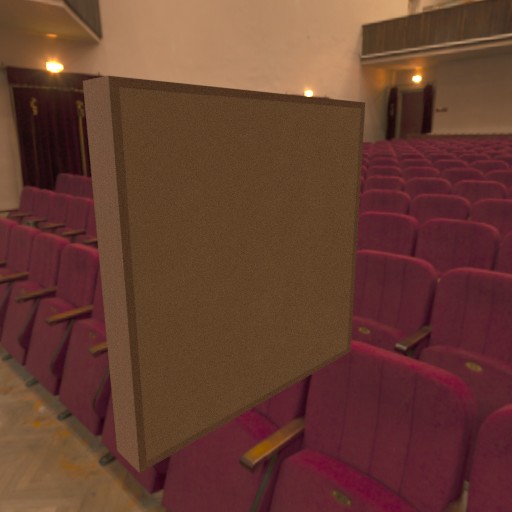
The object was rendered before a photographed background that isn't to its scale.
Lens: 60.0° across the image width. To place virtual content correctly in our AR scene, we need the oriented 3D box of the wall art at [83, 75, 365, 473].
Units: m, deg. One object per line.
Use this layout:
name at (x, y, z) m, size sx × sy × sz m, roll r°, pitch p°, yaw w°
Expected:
wall art at (0.000, 0.000, 0.440) m, size 0.304 × 0.303 × 0.038 m, roll -14°, pitch 20°, yaw -43°
